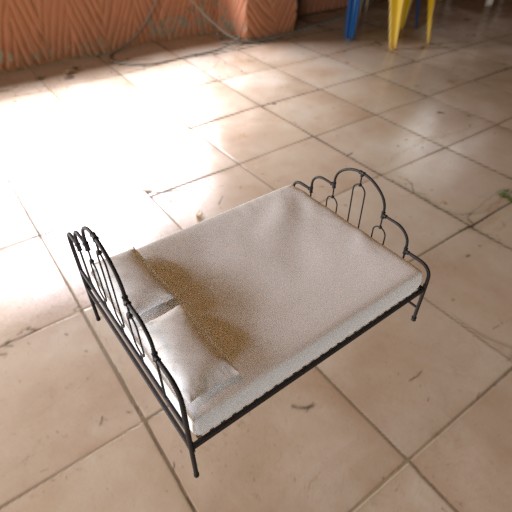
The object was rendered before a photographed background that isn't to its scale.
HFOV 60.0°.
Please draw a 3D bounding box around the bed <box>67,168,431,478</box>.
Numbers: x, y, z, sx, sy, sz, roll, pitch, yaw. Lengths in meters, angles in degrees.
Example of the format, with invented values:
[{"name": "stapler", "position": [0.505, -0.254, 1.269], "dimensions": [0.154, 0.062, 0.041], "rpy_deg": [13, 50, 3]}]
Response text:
[{"name": "bed", "position": [0.000, 0.000, 3.272], "dimensions": [2.163, 1.429, 1.640], "rpy_deg": [-26, 48, -27]}]
